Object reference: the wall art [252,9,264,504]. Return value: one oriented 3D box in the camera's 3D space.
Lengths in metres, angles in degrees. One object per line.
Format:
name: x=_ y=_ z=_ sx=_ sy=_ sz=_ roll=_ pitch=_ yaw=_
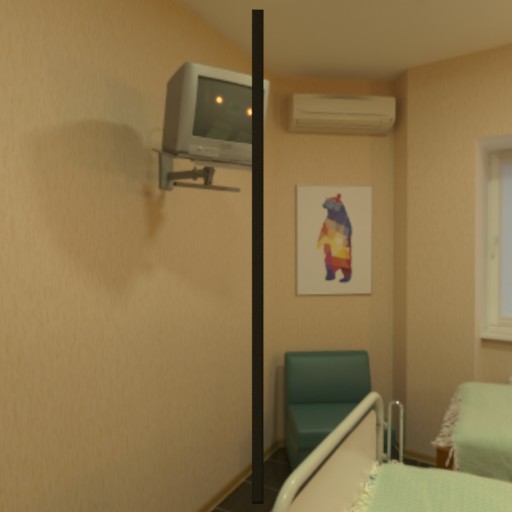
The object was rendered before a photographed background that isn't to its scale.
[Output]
wall art: x=0.000 y=0.000 z=0.829 sx=0.016 sy=0.657 sz=0.480 roll=0 pitch=1 yaw=-1
